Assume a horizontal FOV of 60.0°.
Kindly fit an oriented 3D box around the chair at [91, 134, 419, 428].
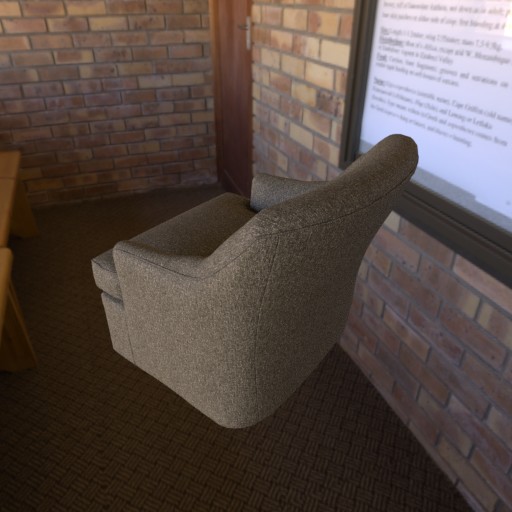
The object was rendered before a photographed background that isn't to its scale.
[{"bbox_3d":[0.000,0.000,1.586,0.923,0.856,0.864,21,37,31],"label":"chair"}]
